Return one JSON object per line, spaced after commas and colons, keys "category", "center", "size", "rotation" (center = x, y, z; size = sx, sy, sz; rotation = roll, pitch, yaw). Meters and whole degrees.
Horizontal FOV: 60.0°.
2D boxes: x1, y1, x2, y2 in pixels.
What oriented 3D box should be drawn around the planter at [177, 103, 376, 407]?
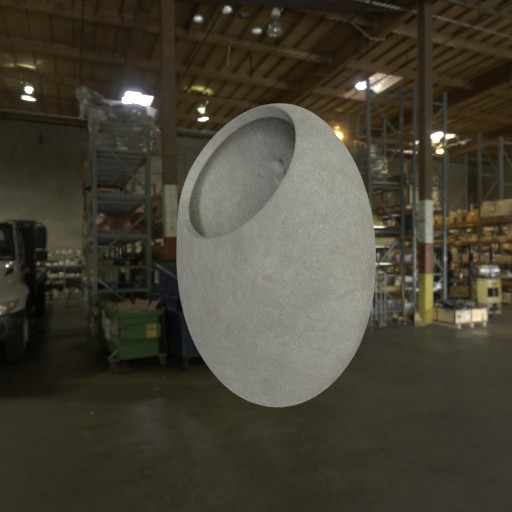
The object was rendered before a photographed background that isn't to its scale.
{"category": "planter", "center": [0.000, 0.000, 0.286], "size": [0.071, 0.188, 0.185], "rotation": [0, 0, -36]}
